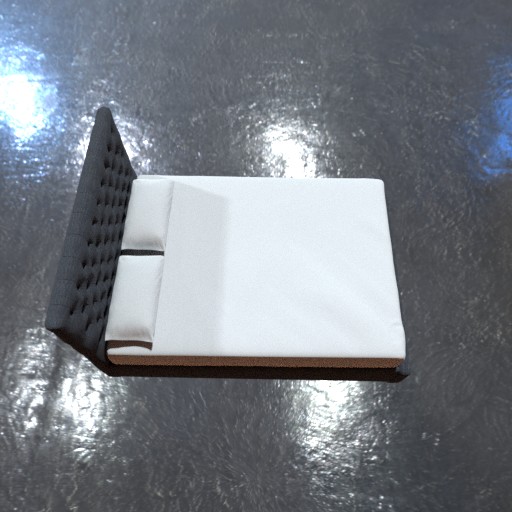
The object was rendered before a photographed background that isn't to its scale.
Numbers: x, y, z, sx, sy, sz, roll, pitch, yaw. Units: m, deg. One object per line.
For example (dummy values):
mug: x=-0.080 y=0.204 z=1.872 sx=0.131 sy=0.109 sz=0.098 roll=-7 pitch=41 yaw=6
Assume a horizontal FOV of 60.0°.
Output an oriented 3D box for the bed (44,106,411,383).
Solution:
bed: x=0.000 y=0.000 z=3.465 sx=2.387 sy=1.427 sz=1.698 roll=1 pitch=63 yaw=1
